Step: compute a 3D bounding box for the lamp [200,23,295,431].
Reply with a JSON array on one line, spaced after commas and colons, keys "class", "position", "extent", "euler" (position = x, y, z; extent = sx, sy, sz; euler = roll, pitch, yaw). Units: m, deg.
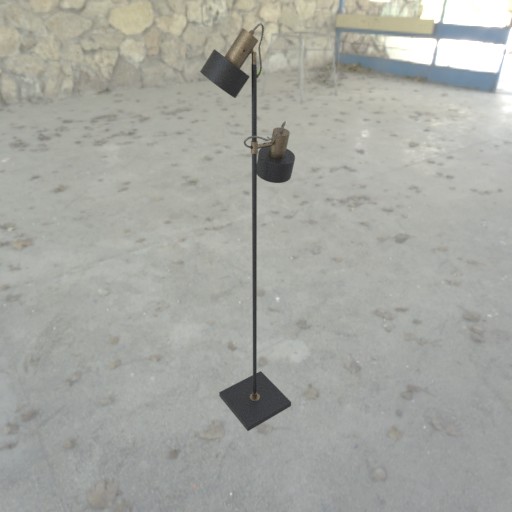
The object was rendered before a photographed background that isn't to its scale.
[{"class": "lamp", "position": [0.000, 0.000, 1.618], "extent": [0.315, 1.505, 0.233], "euler": [-19, 35, -30]}]
